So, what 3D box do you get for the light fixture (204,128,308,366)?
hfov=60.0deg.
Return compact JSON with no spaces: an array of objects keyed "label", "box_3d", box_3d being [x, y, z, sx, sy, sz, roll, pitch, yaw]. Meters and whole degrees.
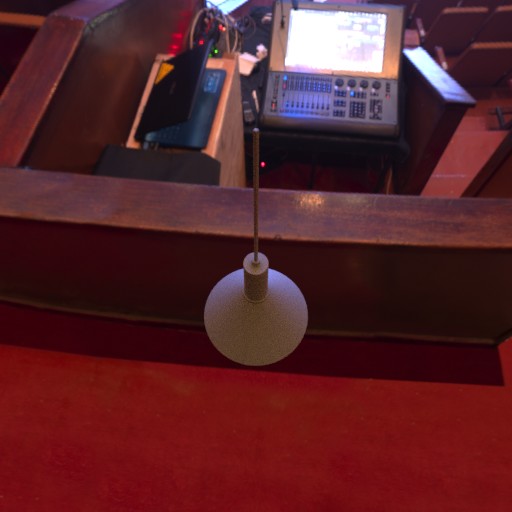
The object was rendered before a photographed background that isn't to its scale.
[{"label":"light fixture","box_3d":[0.000,0.000,0.849,0.267,0.683,0.267,1,63,1]}]
